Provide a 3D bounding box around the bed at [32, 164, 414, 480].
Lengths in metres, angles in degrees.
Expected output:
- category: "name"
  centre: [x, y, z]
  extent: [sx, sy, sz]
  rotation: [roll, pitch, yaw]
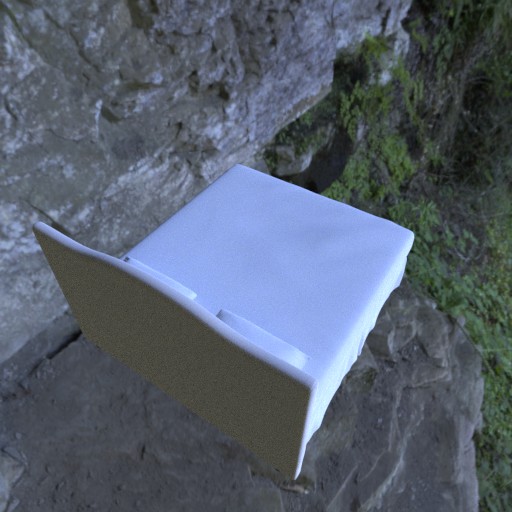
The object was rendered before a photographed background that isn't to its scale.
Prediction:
- category: "bed"
  centre: [0.000, 0.000, 3.526]
  extent: [2.083, 1.421, 2.182]
  rotation: [26, 51, 23]
